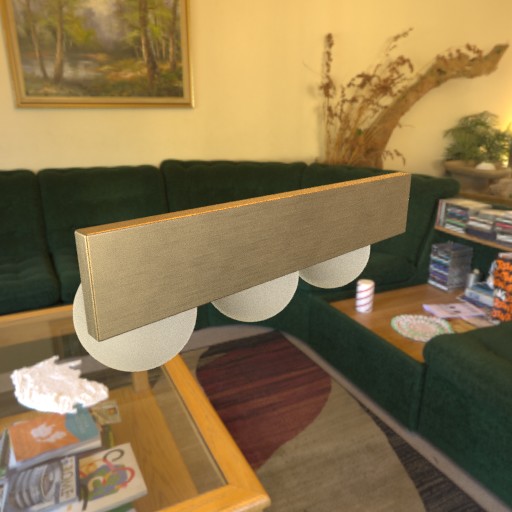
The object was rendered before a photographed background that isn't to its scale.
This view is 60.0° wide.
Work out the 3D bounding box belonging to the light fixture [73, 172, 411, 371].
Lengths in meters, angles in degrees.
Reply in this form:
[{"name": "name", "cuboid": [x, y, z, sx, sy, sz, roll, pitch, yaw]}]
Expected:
[{"name": "light fixture", "cuboid": [0.000, 0.000, 0.833, 0.721, 0.263, 0.218, -17, 24, -41]}]
